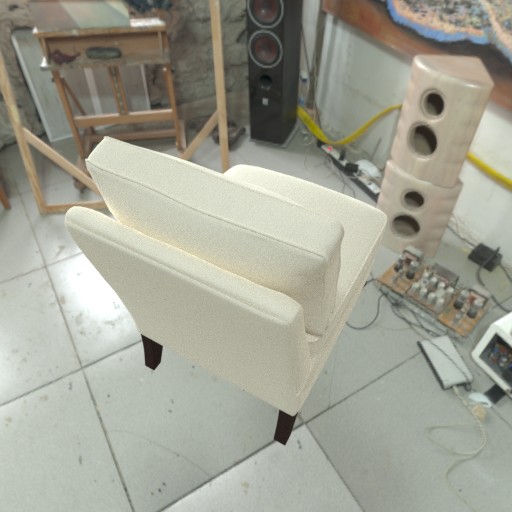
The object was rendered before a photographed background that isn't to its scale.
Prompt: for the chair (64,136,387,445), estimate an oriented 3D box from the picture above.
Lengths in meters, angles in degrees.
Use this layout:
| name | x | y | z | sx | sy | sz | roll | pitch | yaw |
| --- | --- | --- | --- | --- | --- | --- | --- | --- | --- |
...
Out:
| name | x | y | z | sx | sy | sz | roll | pitch | yaw |
| --- | --- | --- | --- | --- | --- | --- | --- | --- | --- |
| chair | 0.000 | 0.000 | 1.379 | 0.630 | 0.887 | 0.781 | 23 | 51 | 20 |
